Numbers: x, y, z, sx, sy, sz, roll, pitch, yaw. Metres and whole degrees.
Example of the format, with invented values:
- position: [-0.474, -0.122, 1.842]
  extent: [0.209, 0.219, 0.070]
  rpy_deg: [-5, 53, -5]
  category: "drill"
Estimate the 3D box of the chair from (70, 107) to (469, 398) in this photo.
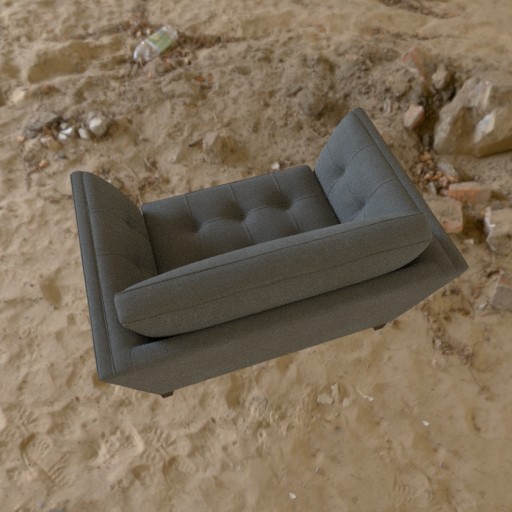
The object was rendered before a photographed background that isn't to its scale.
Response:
- position: [0.000, 0.000, 2.055]
  extent: [1.396, 0.942, 0.965]
  rpy_deg: [-15, 59, -10]
  category: "chair"
